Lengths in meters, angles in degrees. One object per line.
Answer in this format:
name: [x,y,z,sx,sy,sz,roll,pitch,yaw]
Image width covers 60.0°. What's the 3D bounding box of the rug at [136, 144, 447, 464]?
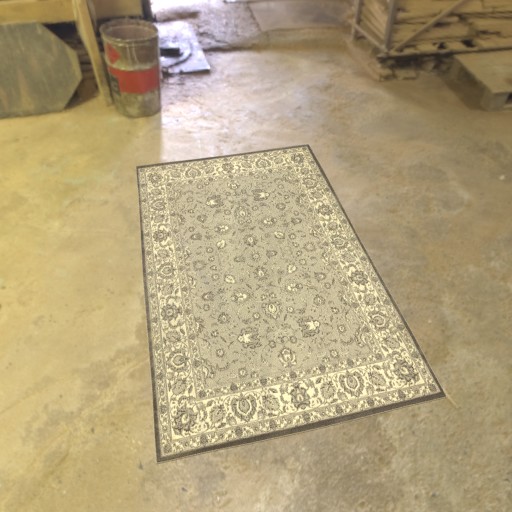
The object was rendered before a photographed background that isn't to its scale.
rug: [0.000,0.000,3.015,1.524,0.011,2.438,-9,48,-9]
